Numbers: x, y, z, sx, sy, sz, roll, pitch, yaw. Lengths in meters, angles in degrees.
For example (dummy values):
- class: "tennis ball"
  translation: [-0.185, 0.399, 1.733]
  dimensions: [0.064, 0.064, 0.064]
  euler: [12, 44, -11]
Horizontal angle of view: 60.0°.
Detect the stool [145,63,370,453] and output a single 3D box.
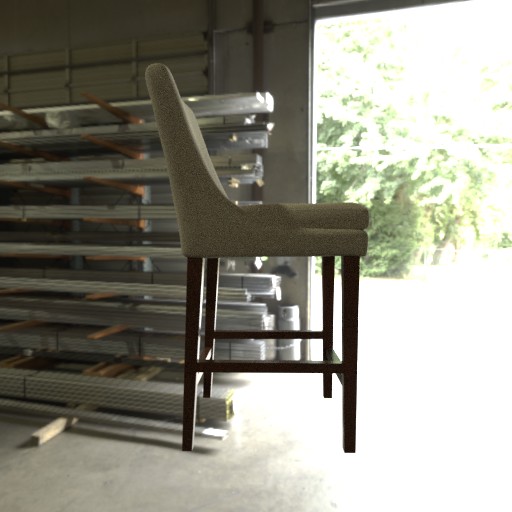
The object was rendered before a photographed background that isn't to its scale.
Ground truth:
- class: "stool"
  translation: [0.000, 0.000, 1.314]
  dimensions: [0.577, 0.981, 0.470]
  euler: [0, 2, 1]
